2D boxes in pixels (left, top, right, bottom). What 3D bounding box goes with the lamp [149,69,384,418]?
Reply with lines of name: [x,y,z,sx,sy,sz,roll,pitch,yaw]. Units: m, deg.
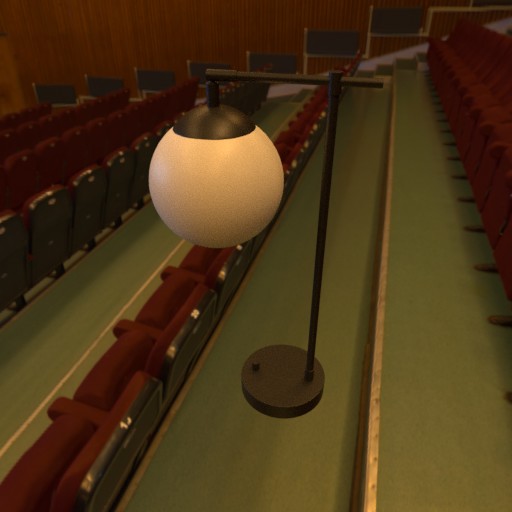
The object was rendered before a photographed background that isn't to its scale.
lamp: [0.000,0.000,0.707,0.316,0.559,0.197,8,33,13]
